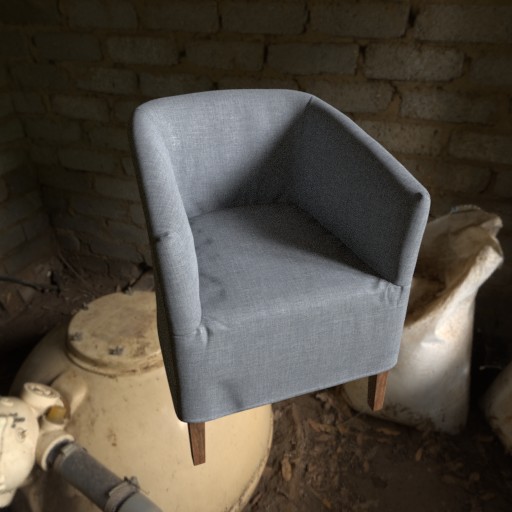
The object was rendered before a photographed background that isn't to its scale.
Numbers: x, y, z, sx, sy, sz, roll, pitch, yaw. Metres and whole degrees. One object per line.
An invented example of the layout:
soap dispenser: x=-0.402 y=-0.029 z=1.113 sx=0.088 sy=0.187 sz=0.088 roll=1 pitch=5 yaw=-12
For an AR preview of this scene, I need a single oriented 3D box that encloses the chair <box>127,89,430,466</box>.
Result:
chair: x=0.000 y=0.000 z=1.248 sx=0.600 sy=0.771 sz=0.668 roll=-10 pitch=34 yaw=-16
